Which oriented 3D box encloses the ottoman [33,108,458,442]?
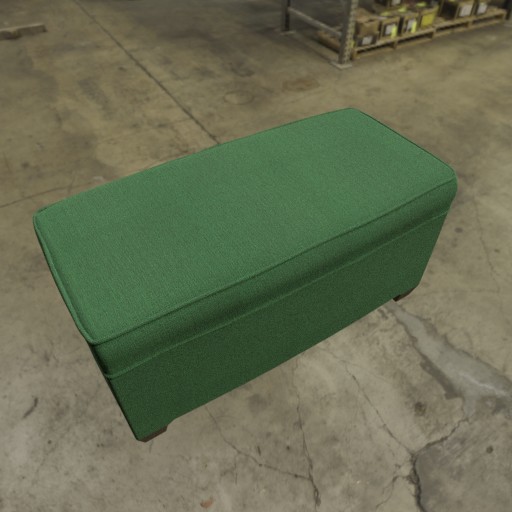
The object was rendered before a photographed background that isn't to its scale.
[{"bbox_3d":[0.000,0.000,1.201,0.957,0.471,0.483,-24,50,-22],"label":"ottoman"}]
